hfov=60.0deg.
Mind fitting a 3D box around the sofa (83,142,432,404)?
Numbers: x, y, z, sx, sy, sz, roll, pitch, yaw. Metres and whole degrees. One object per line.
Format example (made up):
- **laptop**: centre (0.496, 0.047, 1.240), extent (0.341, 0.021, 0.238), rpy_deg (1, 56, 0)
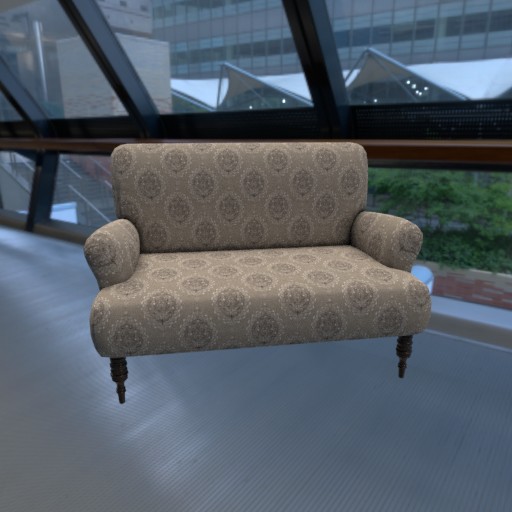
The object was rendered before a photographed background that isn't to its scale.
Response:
- **sofa**: centre (0.000, 0.000, 1.851), extent (1.297, 0.889, 0.779), rpy_deg (-3, 17, -9)
